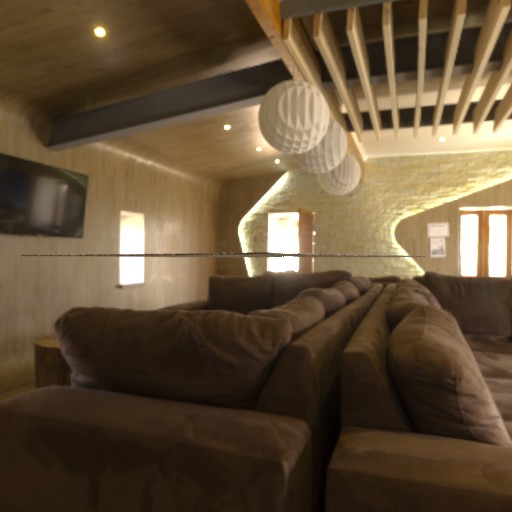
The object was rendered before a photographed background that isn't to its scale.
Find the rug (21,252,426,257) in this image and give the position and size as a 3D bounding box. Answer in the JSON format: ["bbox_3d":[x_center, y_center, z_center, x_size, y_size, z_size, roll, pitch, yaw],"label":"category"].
[{"bbox_3d":[0.000,0.000,5.324,2.997,0.020,4.093,0,-1,34],"label":"rug"}]
